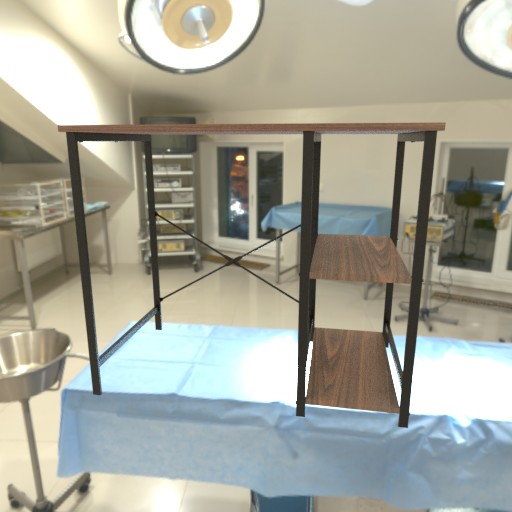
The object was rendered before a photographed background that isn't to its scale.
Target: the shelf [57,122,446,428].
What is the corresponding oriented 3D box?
[{"bbox_3d":[0.000,0.000,1.342,0.902,0.750,0.498,3,15,10],"label":"shelf"}]
